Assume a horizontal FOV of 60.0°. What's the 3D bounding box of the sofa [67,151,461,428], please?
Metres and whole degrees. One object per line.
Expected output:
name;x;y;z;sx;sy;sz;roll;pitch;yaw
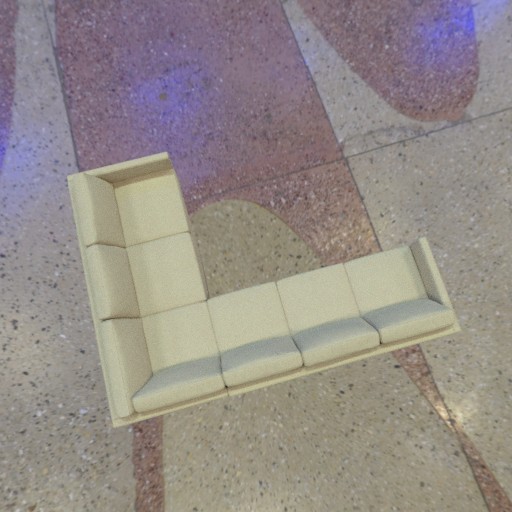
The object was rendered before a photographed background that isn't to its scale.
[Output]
sofa;0.000;0.000;4.381;3.182;0.871;2.432;-15;77;-4
